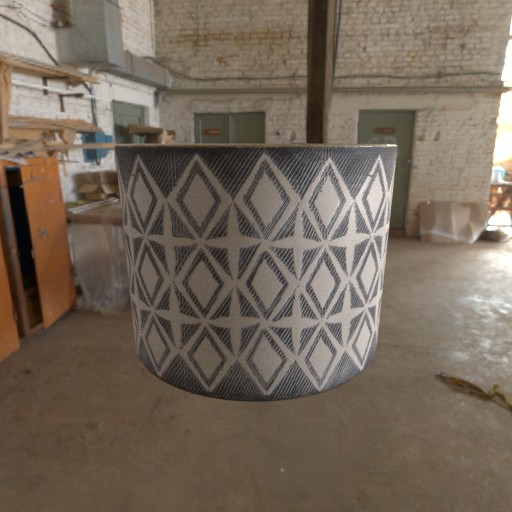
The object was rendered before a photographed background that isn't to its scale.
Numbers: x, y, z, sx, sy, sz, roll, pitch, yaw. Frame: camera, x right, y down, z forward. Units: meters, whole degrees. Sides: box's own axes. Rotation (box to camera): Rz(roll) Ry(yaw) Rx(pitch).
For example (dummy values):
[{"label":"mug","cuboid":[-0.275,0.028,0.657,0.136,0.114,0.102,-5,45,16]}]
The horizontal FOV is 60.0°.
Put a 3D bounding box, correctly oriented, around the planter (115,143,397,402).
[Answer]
[{"label":"planter","cuboid":[0.000,0.000,0.336,0.192,0.165,0.192,0,14,0]}]
